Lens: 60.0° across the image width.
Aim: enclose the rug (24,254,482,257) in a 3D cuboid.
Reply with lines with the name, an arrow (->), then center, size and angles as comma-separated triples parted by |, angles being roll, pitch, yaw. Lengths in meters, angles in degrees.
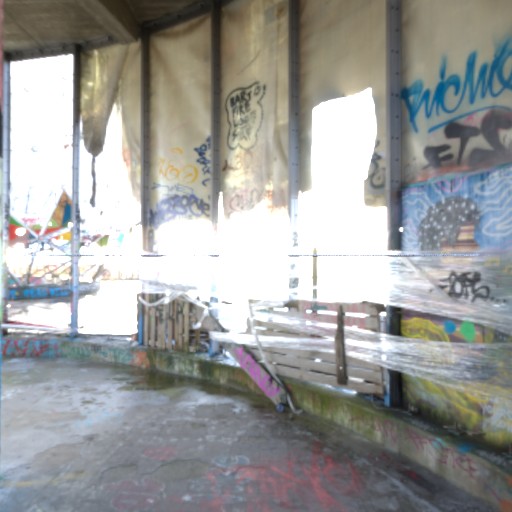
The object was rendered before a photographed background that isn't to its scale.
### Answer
rug -> 0.000, 0.000, 2.137 | 1.634, 0.003, 1.190 | 0, 0, 1
